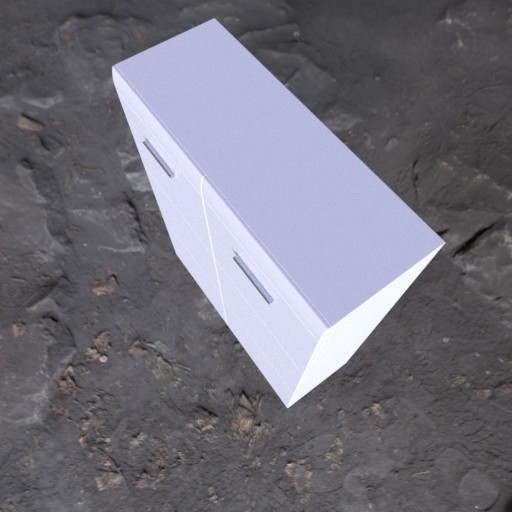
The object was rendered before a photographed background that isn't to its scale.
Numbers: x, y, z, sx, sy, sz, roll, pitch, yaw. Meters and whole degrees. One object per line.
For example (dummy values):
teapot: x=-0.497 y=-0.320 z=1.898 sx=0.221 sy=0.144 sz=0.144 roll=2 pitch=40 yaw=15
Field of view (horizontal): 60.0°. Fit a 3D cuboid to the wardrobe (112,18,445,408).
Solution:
wardrobe: x=0.000 y=0.000 z=1.609 sx=0.360 sy=1.200 sz=0.900 roll=-33 pitch=68 yaw=-15
